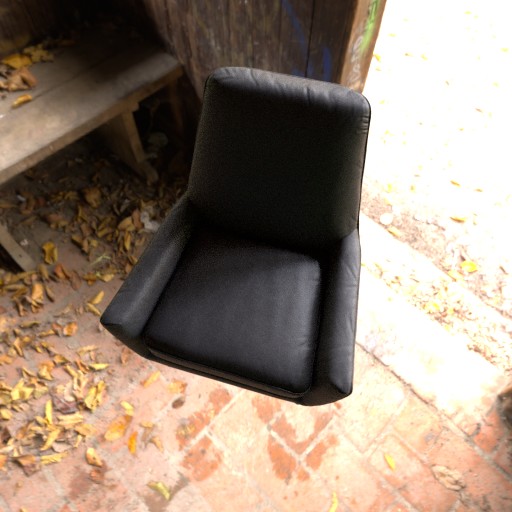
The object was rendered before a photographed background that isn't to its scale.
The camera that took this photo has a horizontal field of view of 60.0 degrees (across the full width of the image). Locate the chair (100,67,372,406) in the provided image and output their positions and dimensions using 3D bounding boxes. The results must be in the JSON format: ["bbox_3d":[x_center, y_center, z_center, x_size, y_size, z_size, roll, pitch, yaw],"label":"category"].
[{"bbox_3d":[0.000,0.000,1.527,0.787,0.888,0.822,14,60,8],"label":"chair"}]
